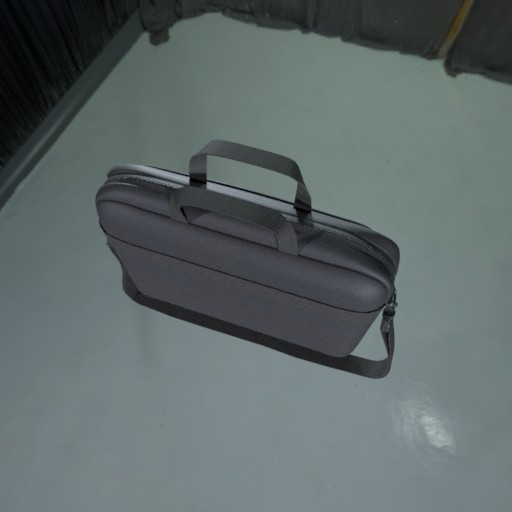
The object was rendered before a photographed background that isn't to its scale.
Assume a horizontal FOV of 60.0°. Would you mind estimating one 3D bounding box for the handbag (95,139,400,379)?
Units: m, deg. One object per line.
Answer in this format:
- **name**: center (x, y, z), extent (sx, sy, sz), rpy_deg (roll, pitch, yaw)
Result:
- **handbag**: center (0.000, 0.000, 0.565), extent (0.429, 0.330, 0.126), rpy_deg (17, 63, 9)
